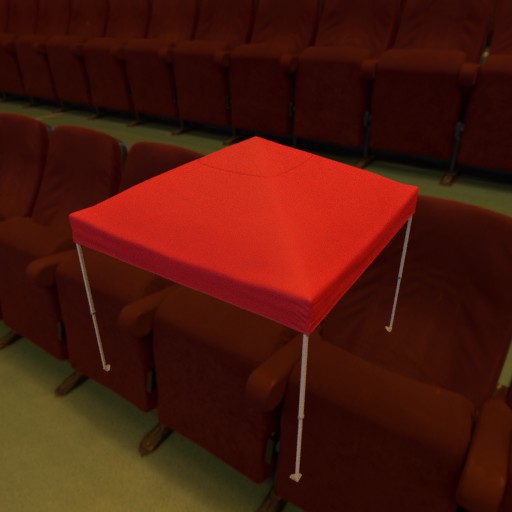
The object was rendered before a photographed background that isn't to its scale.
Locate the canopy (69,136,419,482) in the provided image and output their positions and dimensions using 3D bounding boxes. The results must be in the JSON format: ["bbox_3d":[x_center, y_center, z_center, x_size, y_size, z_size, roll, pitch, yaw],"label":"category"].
[{"bbox_3d":[0.000,0.000,5.582,2.996,2.997,2.998,18,34,29],"label":"canopy"}]
